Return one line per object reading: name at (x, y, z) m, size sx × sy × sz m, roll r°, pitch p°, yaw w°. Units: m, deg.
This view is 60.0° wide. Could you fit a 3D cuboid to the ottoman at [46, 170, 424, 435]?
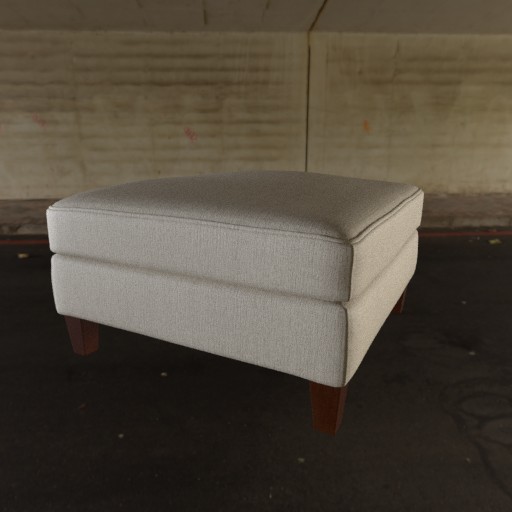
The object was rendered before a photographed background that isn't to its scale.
ottoman at (0.000, 0.000, 1.345) m, size 0.838 × 0.478 × 0.838 m, roll 8°, pitch 17°, yaw 27°
